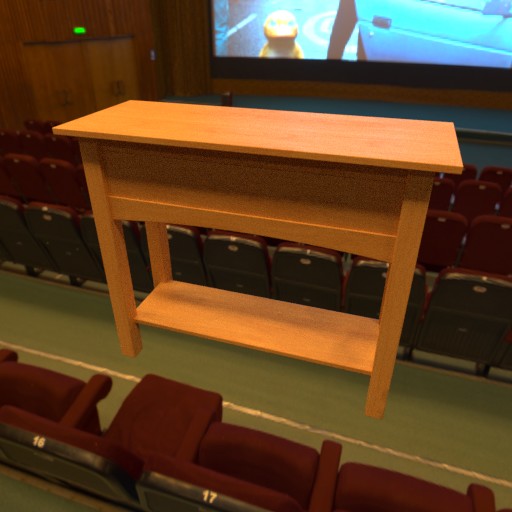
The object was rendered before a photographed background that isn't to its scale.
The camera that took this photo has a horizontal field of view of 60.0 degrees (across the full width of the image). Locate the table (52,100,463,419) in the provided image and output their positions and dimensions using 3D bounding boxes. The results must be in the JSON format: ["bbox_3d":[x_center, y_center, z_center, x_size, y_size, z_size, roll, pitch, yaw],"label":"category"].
[{"bbox_3d":[0.000,0.000,1.244,0.900,0.728,0.340,9,32,16],"label":"table"}]
